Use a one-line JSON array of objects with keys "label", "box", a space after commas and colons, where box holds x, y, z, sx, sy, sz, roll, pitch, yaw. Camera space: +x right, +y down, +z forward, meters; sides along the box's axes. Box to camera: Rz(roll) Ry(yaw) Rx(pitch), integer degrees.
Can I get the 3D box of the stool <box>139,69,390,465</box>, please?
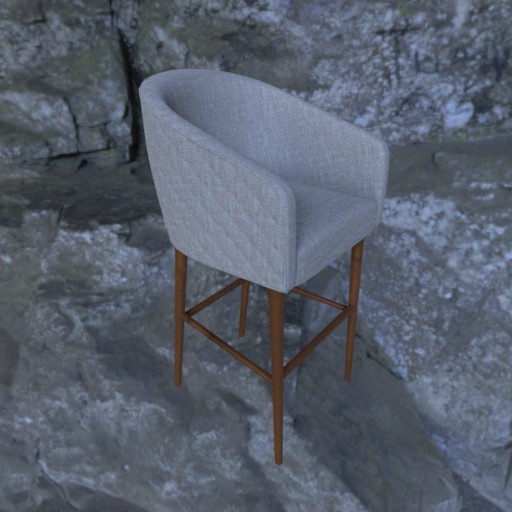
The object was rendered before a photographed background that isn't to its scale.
[{"label": "stool", "box": [0.000, 0.000, 1.421, 0.607, 1.078, 0.559, 20, 33, 33]}]
